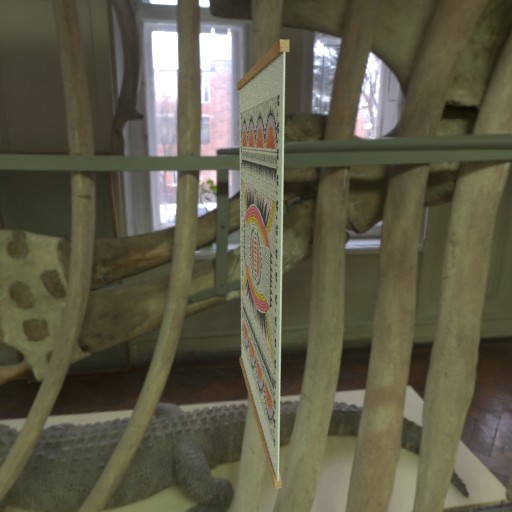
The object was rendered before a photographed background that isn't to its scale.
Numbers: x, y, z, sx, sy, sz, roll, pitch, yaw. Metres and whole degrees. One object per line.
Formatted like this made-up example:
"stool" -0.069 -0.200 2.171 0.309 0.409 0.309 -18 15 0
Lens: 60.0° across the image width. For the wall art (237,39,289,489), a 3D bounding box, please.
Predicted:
"wall art" 0.000 0.000 1.937 0.028 1.533 0.999 -2 15 -9
